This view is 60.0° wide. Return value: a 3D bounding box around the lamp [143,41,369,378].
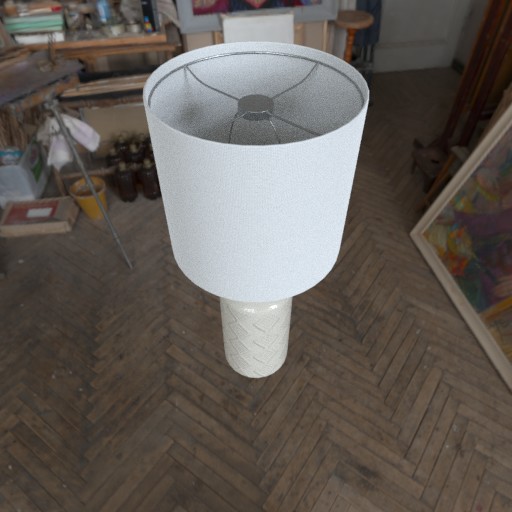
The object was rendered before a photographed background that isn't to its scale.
[{"bbox_3d":[0.000,0.000,0.577,0.207,0.461,0.207,33,55,27],"label":"lamp"}]
